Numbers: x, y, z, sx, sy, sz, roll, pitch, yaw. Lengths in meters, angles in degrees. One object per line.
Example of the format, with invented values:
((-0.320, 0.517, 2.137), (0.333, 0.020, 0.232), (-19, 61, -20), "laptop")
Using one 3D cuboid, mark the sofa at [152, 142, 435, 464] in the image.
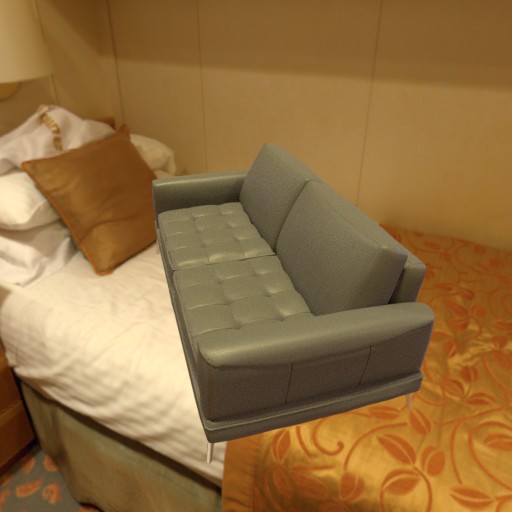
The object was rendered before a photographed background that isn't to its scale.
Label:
((0.000, 0.000, 2.772), (1.121, 0.930, 2.177), (-9, 31, -15), "sofa")
